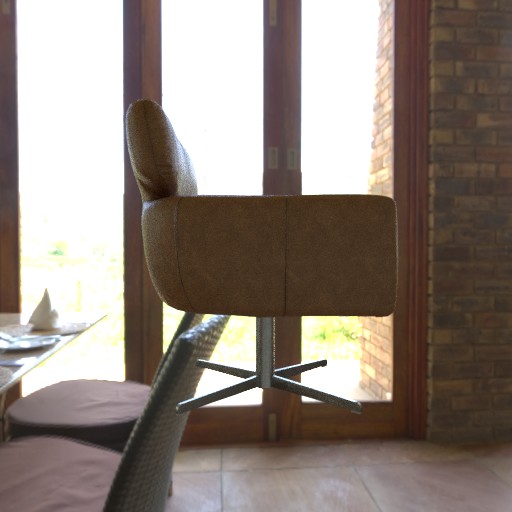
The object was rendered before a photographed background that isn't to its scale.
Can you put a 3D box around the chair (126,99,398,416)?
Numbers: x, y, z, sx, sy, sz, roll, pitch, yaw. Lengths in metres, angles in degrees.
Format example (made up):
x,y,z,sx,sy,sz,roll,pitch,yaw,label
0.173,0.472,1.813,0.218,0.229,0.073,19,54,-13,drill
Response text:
x,y,z,sx,sy,sz,roll,pitch,yaw,label
0.000,0.000,1.371,0.715,0.812,0.706,0,1,-2,chair
